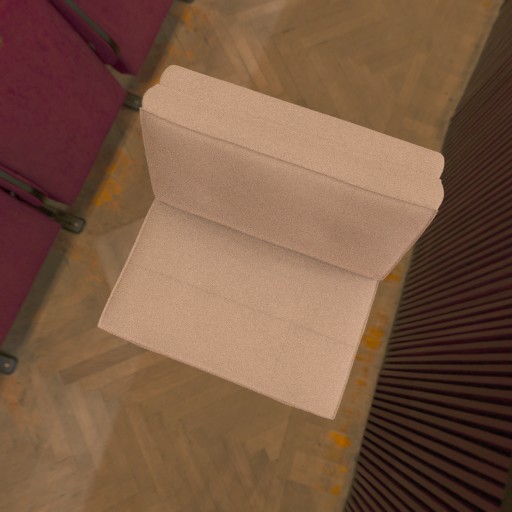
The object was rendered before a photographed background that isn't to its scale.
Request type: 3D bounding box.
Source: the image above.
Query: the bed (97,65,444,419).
[{"bbox_3d":[0.000,0.000,1.321,0.799,0.614,0.749,20,77,5],"label":"bed"}]
